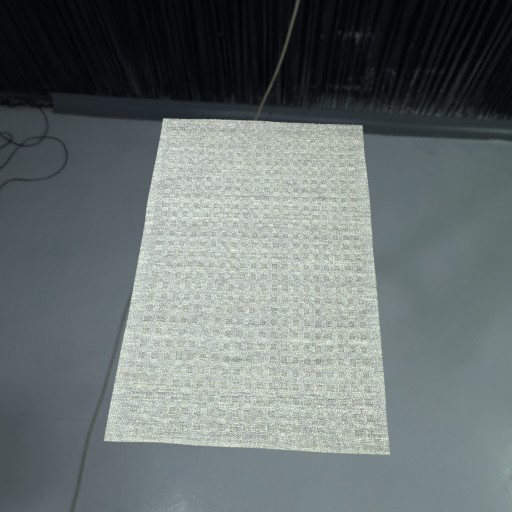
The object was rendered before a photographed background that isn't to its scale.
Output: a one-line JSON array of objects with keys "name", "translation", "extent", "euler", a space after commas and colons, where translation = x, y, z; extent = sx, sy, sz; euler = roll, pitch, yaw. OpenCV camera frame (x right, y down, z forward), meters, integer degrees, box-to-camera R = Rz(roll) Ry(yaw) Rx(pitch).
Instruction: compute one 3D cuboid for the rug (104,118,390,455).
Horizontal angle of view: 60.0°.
[{"name": "rug", "translation": [0.000, 0.000, 2.877], "extent": [1.532, 0.018, 2.297], "euler": [2, 63, 1]}]
